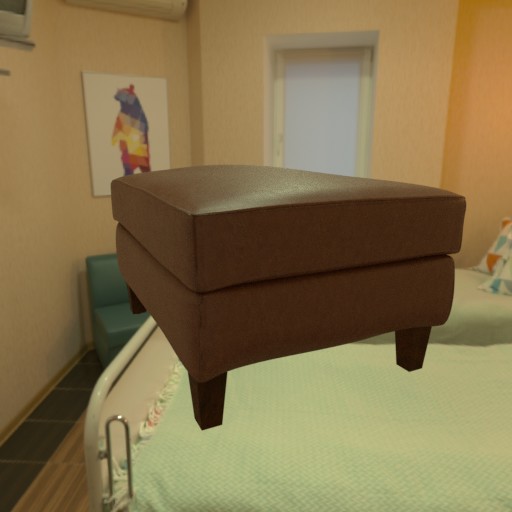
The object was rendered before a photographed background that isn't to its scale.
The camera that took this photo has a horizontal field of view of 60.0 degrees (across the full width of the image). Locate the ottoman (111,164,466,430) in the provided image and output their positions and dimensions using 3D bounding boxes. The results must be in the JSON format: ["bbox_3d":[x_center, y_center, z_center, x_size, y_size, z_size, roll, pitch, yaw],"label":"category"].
[{"bbox_3d":[0.000,0.000,1.231,0.650,0.485,0.851,-7,15,-25],"label":"ottoman"}]
